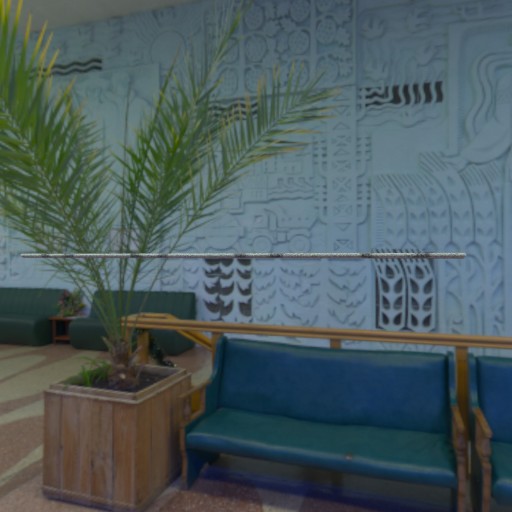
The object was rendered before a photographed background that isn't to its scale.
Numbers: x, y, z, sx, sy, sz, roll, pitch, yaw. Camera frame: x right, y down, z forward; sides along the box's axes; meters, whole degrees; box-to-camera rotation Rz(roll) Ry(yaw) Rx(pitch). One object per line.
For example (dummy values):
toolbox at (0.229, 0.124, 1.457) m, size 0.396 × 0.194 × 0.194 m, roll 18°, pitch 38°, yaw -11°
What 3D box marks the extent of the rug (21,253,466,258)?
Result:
rug at (0.000, 0.000, 3.333) m, size 2.701 × 0.026 × 1.801 m, roll 0°, pitch 0°, yaw 20°
